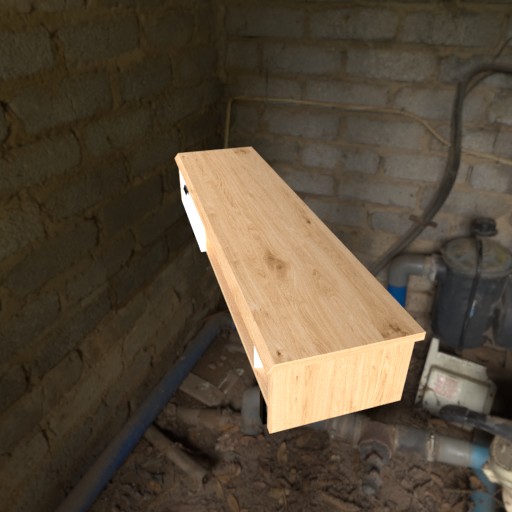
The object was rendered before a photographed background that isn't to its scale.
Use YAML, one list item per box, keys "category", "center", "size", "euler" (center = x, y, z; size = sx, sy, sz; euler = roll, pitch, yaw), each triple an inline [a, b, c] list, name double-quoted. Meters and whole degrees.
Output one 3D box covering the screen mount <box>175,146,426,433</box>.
- category: "screen mount"
  center: [0.000, 0.000, 1.944]
  size: [0.450, 0.430, 1.700]
  euler: [-9, 32, -14]
